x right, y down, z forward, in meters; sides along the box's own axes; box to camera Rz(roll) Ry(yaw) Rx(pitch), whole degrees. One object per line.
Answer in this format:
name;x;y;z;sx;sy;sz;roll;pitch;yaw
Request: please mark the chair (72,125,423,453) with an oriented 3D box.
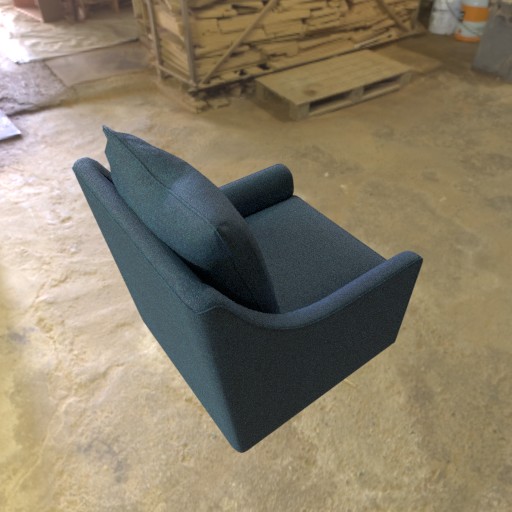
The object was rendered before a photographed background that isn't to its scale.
chair;0.000;0.000;1.543;0.870;0.939;0.750;-27;49;-26
